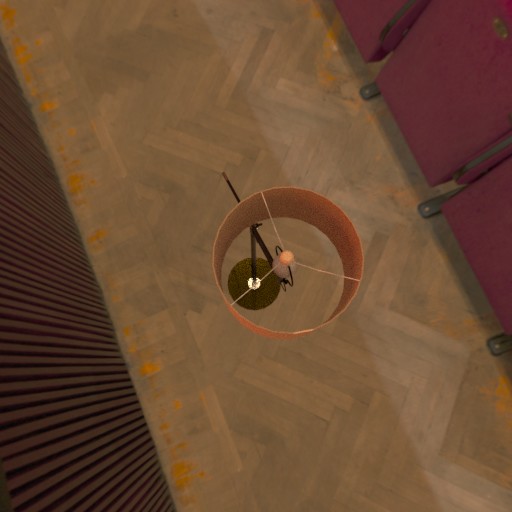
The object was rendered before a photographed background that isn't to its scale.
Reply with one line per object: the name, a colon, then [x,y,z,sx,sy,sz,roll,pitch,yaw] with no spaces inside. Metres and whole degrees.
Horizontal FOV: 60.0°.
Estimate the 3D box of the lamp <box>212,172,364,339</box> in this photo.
lamp: [0.000,0.000,1.925,0.373,1.635,0.809,-21,77,-5]
